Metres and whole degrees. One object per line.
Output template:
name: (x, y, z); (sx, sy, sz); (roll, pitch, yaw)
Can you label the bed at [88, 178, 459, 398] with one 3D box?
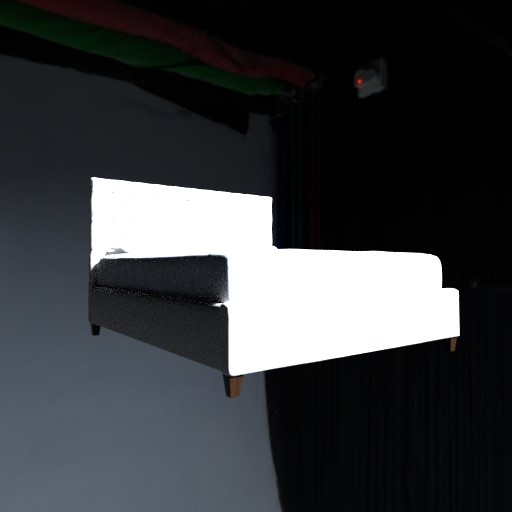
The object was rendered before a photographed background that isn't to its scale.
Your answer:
bed: (0.000, 0.000, 3.682); (2.078, 1.427, 2.387); (1, -1, -36)
